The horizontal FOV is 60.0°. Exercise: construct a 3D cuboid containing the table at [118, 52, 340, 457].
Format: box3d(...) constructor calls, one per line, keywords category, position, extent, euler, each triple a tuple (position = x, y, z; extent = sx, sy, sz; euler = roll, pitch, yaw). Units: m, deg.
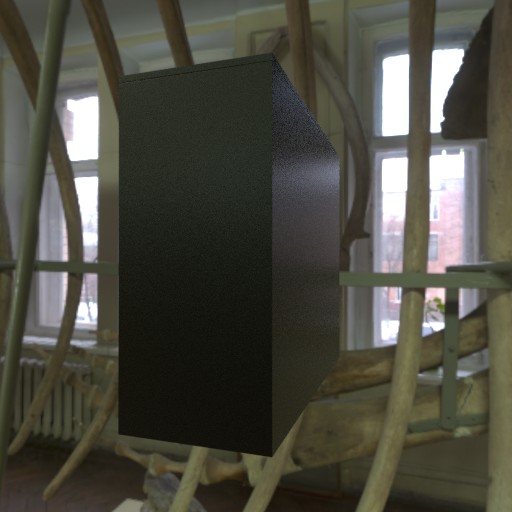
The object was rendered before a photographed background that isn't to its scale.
box3d(category="table", position=(0.000, 0.000, 1.366), extent=(0.380, 0.790, 0.930), euler=(0, 0, 19))
